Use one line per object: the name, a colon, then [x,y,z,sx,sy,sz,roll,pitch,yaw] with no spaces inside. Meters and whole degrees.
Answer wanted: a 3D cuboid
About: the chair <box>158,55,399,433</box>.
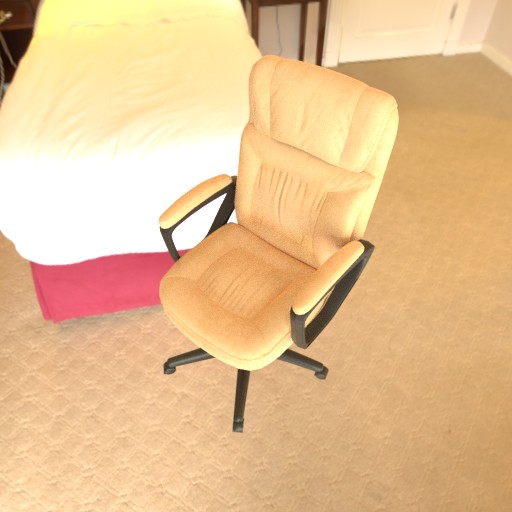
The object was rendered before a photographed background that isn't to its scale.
chair: [0.000,0.000,1.542,0.667,1.105,0.724,31,53,26]
